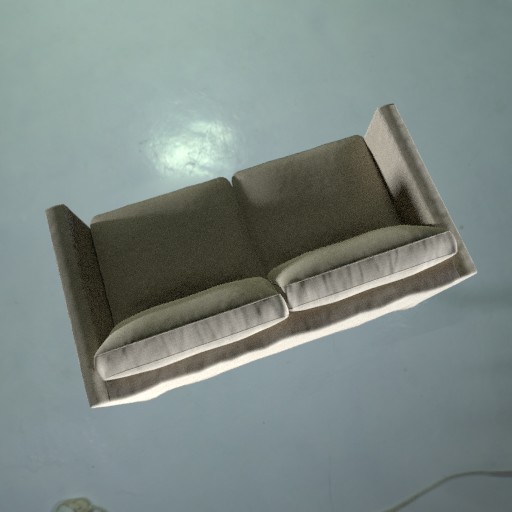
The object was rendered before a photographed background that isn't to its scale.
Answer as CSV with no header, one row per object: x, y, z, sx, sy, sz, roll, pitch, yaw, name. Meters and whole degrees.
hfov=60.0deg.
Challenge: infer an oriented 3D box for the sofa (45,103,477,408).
0.000,0.000,2.245,1.766,0.828,0.956,-18,75,-5,sofa
